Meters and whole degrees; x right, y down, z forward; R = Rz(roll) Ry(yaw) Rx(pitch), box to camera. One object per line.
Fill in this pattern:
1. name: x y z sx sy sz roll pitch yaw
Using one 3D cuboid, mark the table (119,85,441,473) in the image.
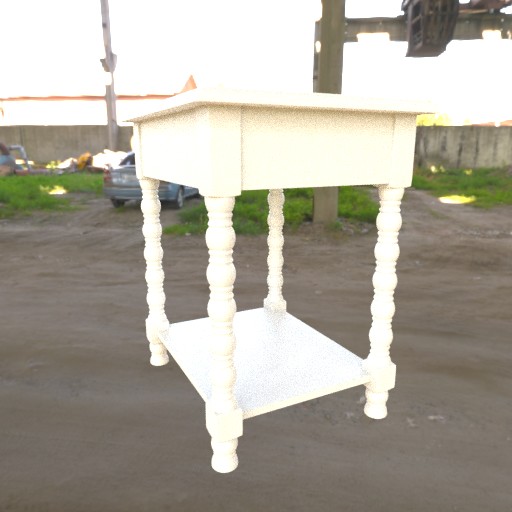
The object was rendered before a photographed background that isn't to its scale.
1. table: 0.000 0.000 0.829 0.381 0.531 0.460 -7 15 -26
